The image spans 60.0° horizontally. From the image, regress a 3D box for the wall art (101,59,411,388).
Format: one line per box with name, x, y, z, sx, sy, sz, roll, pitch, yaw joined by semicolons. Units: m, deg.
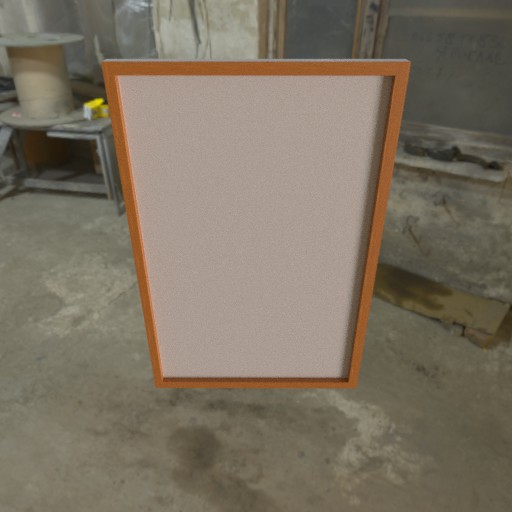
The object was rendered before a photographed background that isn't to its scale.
wall art;0.000;0.000;1.123;0.610;0.916;0.037;0;31;0
